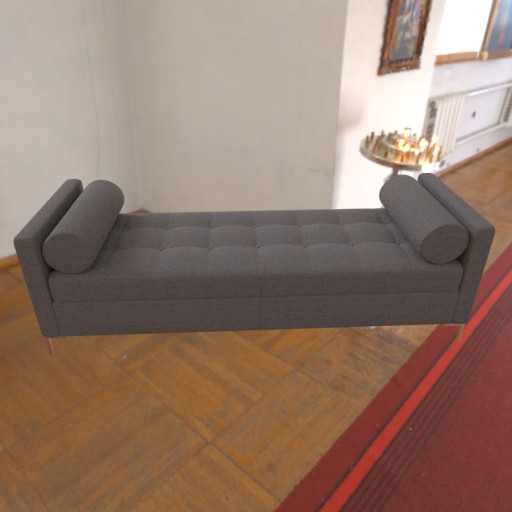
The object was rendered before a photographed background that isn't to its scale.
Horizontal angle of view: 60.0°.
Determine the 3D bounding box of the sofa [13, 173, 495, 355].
[{"bbox_3d":[0.000,0.000,2.244,1.981,0.635,0.686,-1,30,-3],"label":"sofa"}]
